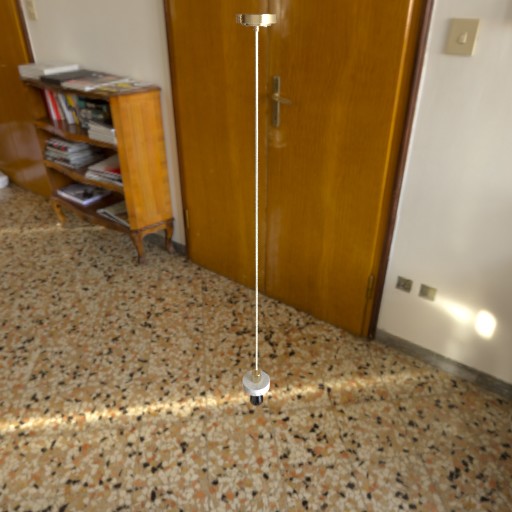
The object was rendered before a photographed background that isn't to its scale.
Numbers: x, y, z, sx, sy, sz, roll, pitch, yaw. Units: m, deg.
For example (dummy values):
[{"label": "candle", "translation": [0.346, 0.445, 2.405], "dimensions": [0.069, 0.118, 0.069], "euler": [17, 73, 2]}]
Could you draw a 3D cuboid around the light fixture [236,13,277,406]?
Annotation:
[{"label": "light fixture", "translation": [0.000, 0.000, 1.741], "dimensions": [0.129, 1.669, 0.129], "euler": [1, 30, 2]}]
